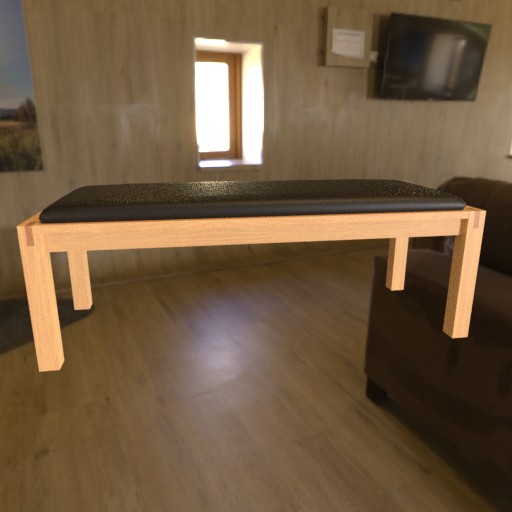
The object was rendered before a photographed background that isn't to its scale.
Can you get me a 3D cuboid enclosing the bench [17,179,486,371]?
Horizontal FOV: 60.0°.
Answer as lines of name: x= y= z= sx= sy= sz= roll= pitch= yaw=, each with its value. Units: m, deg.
bench: x=0.000 y=0.000 z=1.379 sx=1.202 sy=0.430 sz=0.450 roll=-3 pitch=17 yaw=-9
